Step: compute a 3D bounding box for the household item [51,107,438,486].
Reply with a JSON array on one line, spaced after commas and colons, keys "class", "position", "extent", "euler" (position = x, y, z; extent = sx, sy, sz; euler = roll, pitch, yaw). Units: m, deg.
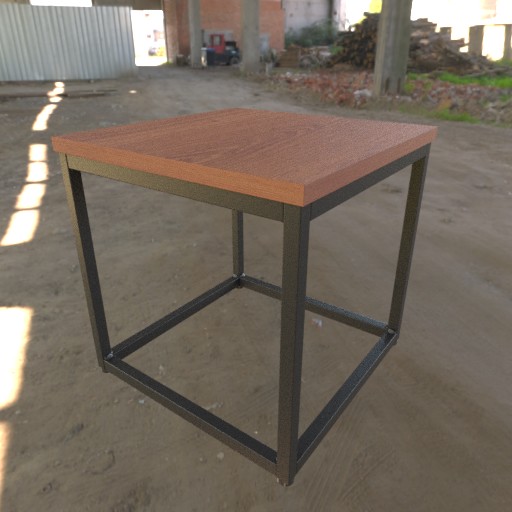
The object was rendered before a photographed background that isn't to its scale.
[{"class": "household item", "position": [0.000, 0.000, 0.728], "extent": [0.400, 0.400, 0.400], "euler": [17, 30, 32]}]
